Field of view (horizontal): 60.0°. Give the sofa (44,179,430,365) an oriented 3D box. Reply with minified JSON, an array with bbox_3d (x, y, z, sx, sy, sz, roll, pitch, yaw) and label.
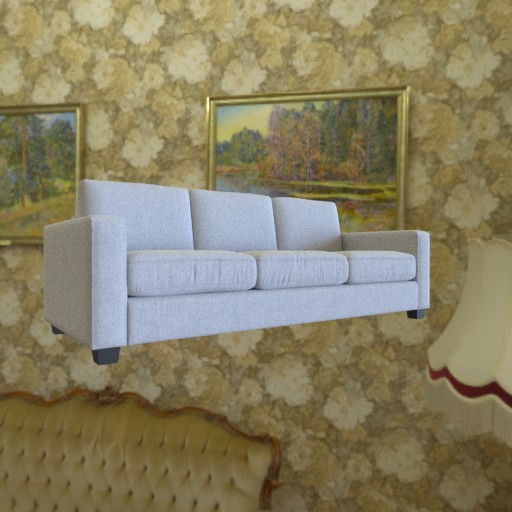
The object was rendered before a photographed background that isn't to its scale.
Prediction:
[{"bbox_3d":[0.000,0.000,2.576,2.120,0.800,0.900,0,1,-36],"label":"sofa"}]
